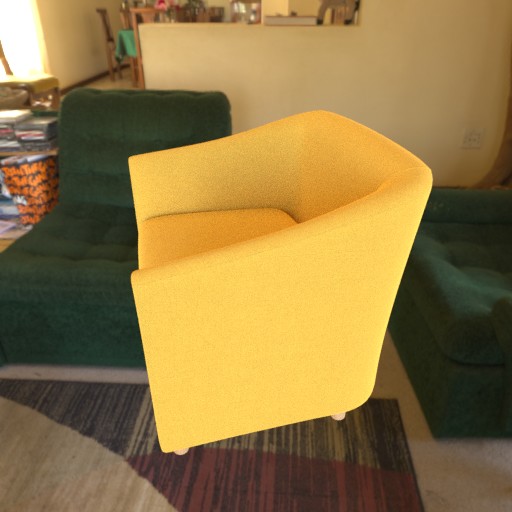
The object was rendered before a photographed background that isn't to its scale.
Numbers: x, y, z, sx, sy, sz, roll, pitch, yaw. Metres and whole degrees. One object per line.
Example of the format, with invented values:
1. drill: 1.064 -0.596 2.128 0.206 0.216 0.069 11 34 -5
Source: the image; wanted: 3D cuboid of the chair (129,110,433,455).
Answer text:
1. chair: 0.000 0.000 1.338 0.700 0.720 0.790 -7 31 -12
